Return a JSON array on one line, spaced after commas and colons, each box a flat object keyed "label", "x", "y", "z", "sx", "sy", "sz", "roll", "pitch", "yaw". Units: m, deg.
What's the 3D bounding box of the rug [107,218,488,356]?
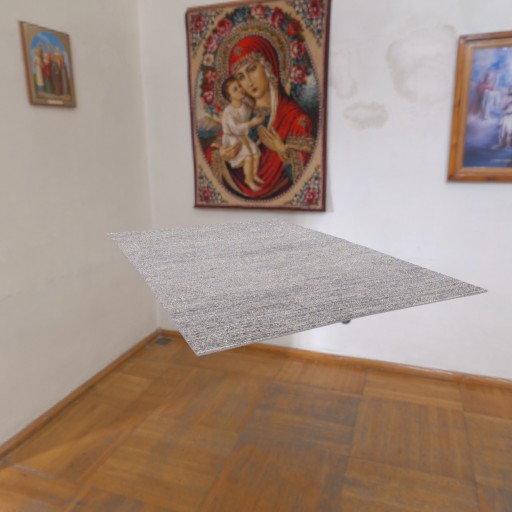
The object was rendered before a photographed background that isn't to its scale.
[{"label": "rug", "x": 0.000, "y": 0.000, "z": 2.975, "sx": 1.604, "sy": 0.030, "sz": 2.307, "roll": -7, "pitch": 17, "yaw": -25}]
